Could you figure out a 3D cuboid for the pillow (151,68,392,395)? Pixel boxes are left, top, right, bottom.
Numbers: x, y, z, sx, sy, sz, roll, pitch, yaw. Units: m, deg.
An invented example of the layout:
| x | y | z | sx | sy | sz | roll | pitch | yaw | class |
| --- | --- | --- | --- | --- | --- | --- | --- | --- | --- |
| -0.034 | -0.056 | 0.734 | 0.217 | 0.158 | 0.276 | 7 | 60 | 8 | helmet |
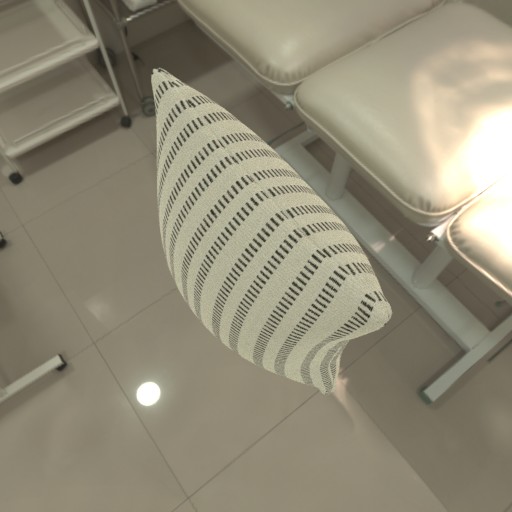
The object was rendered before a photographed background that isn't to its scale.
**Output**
| x | y | z | sx | sy | sz | roll | pitch | yaw | class |
| --- | --- | --- | --- | --- | --- | --- | --- | --- | --- |
| 0.000 | 0.000 | 0.686 | 0.247 | 0.419 | 0.438 | -34 | 68 | -16 | pillow |
